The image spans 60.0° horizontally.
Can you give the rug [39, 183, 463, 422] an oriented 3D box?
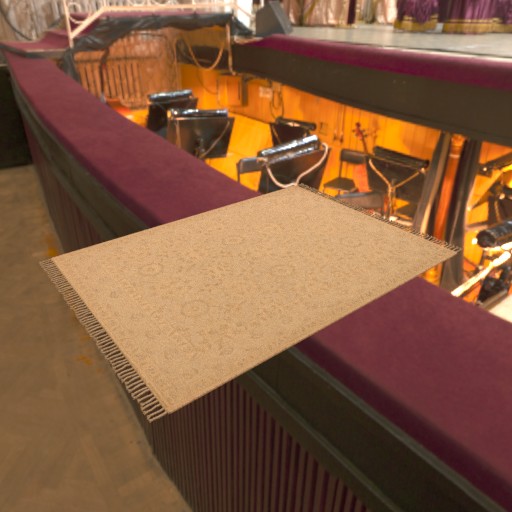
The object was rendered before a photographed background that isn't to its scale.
[{"bbox_3d":[0.000,0.000,2.240,1.771,0.015,1.223,-21,36,-32],"label":"rug"}]
